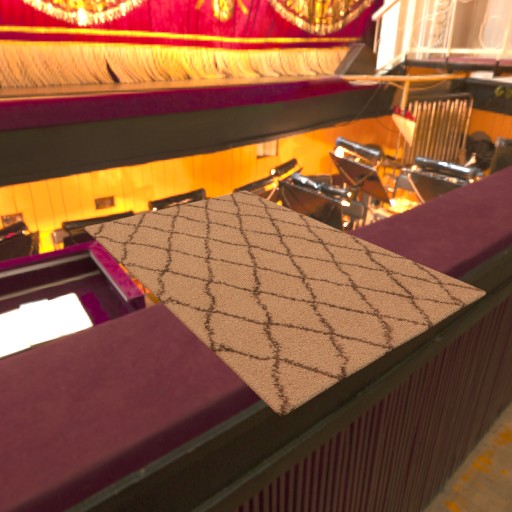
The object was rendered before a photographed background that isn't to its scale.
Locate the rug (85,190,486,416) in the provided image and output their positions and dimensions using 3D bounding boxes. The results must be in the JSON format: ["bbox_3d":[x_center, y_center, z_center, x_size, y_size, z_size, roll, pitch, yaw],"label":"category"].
[{"bbox_3d":[0.000,0.000,3.447,1.778,0.030,2.743,-18,32,-33],"label":"rug"}]
